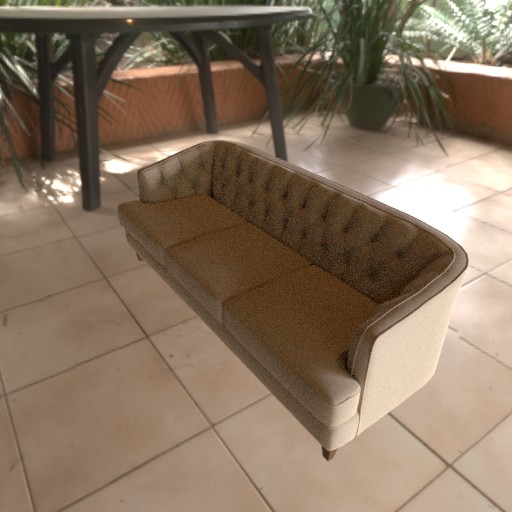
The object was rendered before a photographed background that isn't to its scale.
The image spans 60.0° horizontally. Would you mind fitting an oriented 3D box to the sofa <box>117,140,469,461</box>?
[{"bbox_3d":[0.000,0.000,2.703,0.941,0.855,2.278,-20,37,-30],"label":"sofa"}]
